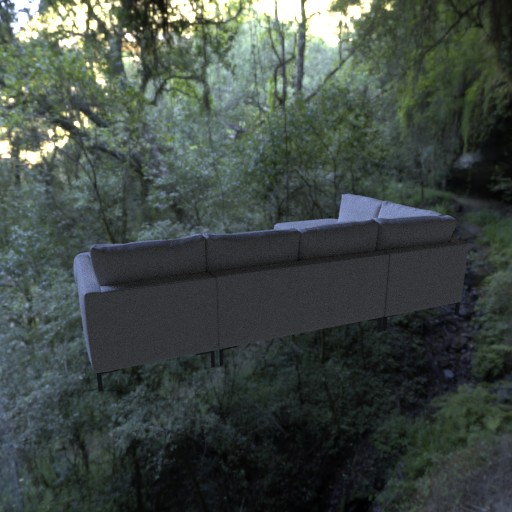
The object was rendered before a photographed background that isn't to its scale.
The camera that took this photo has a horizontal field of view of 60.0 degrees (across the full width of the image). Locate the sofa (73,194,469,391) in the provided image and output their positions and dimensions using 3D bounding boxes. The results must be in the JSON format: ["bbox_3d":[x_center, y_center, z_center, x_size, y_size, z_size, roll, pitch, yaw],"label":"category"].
[{"bbox_3d":[0.000,0.000,3.917,2.984,0.862,1.989,-7,17,-23],"label":"sofa"}]
